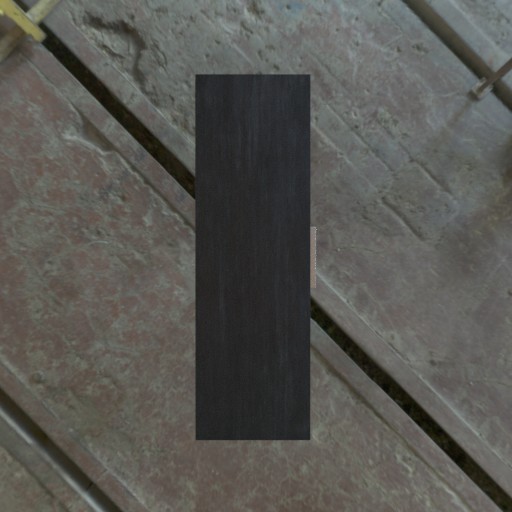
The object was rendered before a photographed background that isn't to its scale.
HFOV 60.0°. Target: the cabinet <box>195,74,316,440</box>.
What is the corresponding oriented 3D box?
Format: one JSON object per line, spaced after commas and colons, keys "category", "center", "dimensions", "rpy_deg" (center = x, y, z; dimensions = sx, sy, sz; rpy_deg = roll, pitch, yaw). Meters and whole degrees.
{"category": "cabinet", "center": [0.000, 0.000, 1.548], "dimensions": [0.250, 1.280, 0.750], "rpy_deg": [0, 90, 0]}
